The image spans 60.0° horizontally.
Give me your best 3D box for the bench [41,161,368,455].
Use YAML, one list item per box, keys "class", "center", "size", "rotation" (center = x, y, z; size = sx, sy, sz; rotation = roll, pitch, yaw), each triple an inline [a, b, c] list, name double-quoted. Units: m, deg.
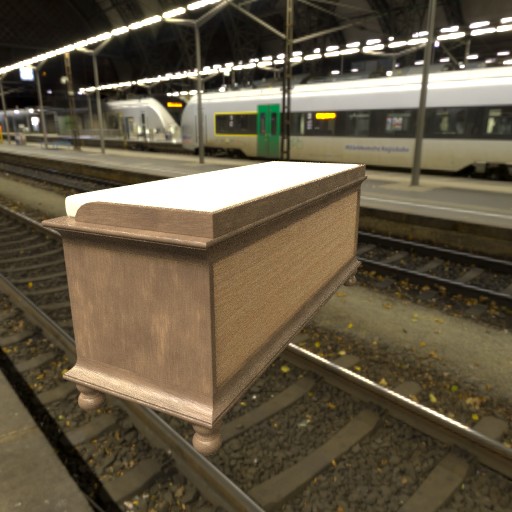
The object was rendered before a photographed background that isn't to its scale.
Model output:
- class: "bench"
  center: [0.000, 0.000, 1.395]
  size: [0.402, 0.501, 1.185]
  rotation: [8, 18, 25]
